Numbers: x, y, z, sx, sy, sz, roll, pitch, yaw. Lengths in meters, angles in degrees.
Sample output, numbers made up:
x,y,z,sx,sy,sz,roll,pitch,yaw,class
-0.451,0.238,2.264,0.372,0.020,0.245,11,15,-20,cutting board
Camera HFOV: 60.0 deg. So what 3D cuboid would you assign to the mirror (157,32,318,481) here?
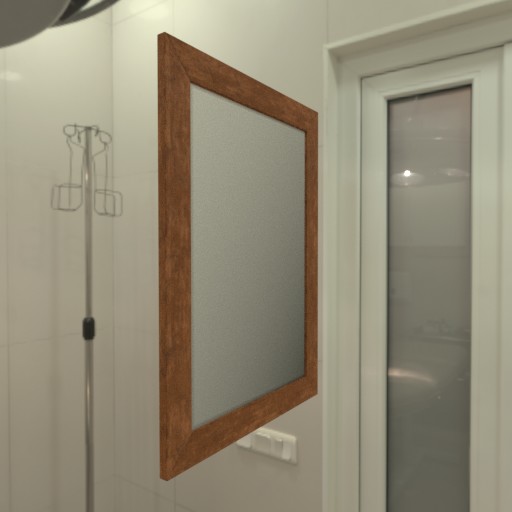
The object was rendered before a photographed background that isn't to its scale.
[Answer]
x,y,z,sx,sy,sz,roll,pitch,yaw,class
0.000,0.000,1.412,0.028,1.099,0.796,1,1,35,mirror
